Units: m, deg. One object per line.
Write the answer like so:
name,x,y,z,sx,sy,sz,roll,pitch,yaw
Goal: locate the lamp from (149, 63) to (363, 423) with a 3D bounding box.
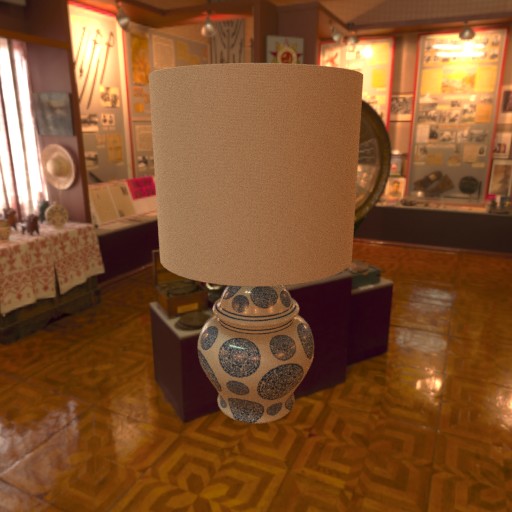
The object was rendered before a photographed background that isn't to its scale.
lamp,0.000,0.000,0.507,0.215,0.381,0.215,8,18,26
